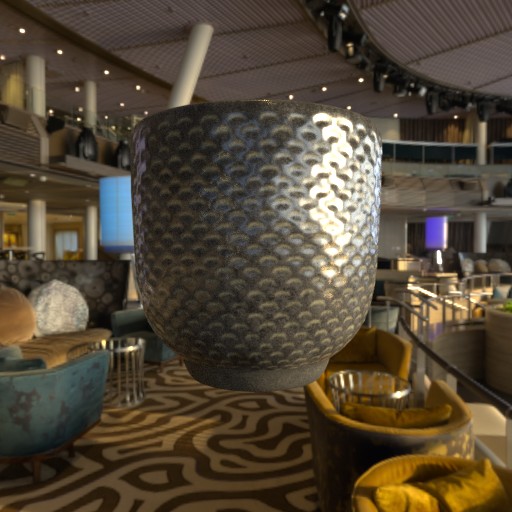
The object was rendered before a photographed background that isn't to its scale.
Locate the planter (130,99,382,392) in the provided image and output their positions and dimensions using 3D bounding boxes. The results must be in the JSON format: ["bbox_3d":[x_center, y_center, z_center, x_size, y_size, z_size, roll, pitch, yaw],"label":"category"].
[{"bbox_3d":[0.000,0.000,0.361,0.197,0.191,0.197,0,1,0],"label":"planter"}]
